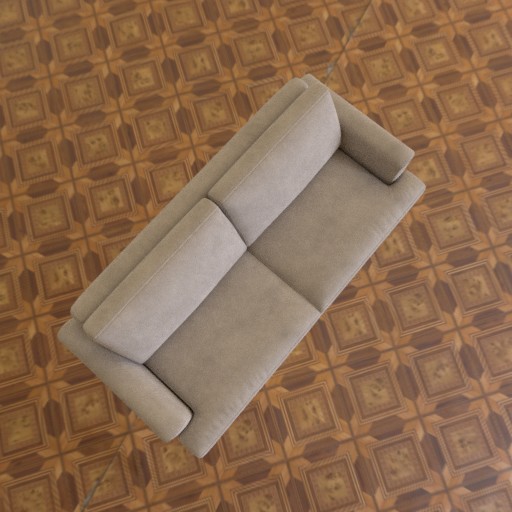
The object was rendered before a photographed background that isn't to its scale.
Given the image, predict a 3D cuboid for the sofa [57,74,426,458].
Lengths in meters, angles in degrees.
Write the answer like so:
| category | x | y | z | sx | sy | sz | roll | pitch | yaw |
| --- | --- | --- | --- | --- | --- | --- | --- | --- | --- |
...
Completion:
| category | x | y | z | sx | sy | sz | roll | pitch | yaw |
| --- | --- | --- | --- | --- | --- | --- | --- | --- | --- |
| sofa | 0.000 | 0.000 | 2.465 | 0.980 | 0.830 | 2.013 | 40 | 80 | 9 |
